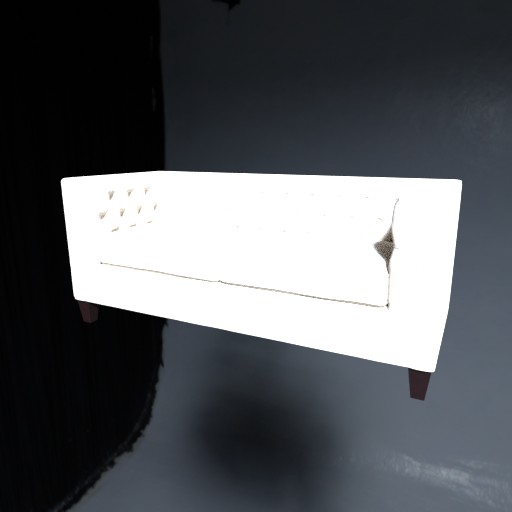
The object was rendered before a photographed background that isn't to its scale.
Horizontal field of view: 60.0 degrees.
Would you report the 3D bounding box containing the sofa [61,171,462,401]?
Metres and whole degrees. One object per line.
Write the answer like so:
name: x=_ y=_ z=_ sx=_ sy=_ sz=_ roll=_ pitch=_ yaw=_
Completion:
sofa: x=0.000 y=0.000 z=2.215 sx=1.778 sy=0.762 sz=0.775 roll=7 pitch=15 yaw=26
